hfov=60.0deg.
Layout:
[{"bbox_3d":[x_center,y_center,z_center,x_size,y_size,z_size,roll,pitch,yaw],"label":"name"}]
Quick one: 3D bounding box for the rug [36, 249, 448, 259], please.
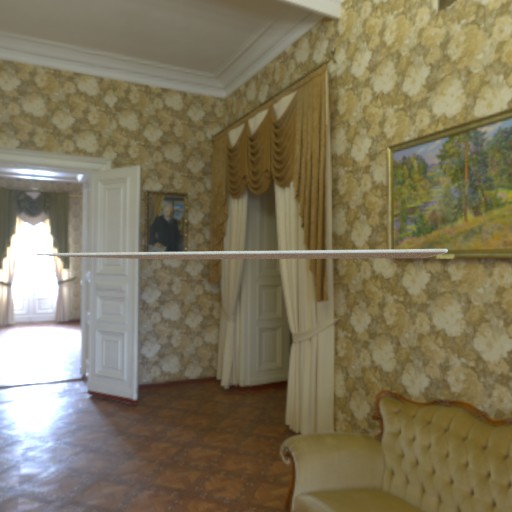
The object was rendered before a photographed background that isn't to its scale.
[{"bbox_3d":[0.000,0.000,2.451,1.848,0.014,1.238,0,-1,17],"label":"rug"}]
